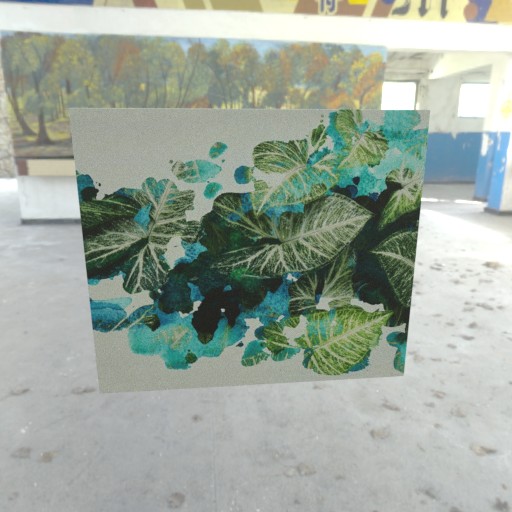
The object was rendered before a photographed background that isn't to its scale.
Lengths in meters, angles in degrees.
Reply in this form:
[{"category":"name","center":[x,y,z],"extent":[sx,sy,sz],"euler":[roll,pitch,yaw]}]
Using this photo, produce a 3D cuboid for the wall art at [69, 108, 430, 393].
[{"category":"wall art","center":[0.000,0.000,0.969],"extent":[0.711,0.610,0.043],"euler":[-2,16,-6]}]
